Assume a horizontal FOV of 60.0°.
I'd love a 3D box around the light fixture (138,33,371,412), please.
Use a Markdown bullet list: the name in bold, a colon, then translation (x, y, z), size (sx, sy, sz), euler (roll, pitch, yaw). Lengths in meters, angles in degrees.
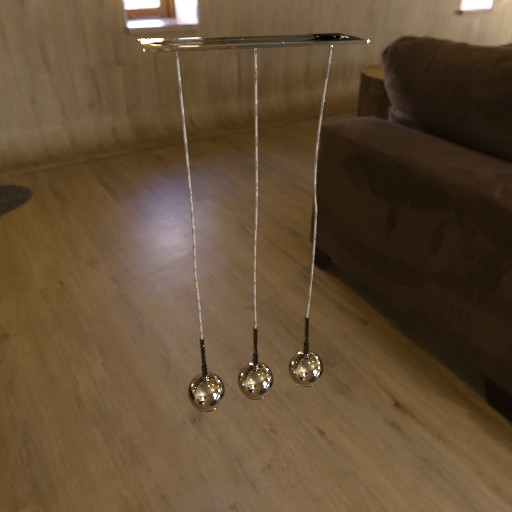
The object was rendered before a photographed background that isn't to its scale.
- **light fixture**: translation (0.000, 0.000, 1.596), size (0.623, 1.408, 0.188), euler (-9, 34, -14)
